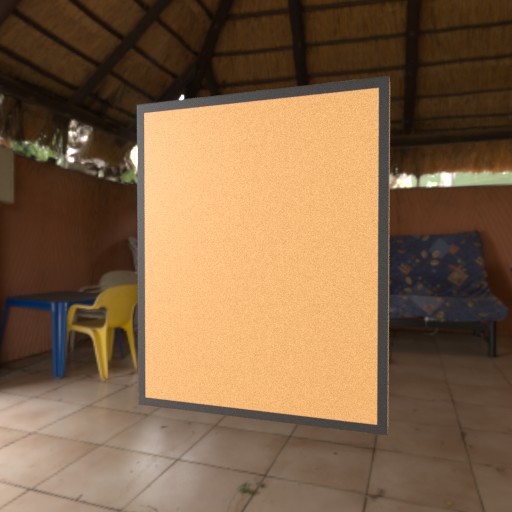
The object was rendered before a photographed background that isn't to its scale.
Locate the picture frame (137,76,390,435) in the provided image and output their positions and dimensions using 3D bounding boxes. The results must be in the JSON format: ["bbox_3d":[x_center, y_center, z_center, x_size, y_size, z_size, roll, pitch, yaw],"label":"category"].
[{"bbox_3d":[0.000,0.000,0.734,0.421,0.526,0.046,0,1,18],"label":"picture frame"}]
